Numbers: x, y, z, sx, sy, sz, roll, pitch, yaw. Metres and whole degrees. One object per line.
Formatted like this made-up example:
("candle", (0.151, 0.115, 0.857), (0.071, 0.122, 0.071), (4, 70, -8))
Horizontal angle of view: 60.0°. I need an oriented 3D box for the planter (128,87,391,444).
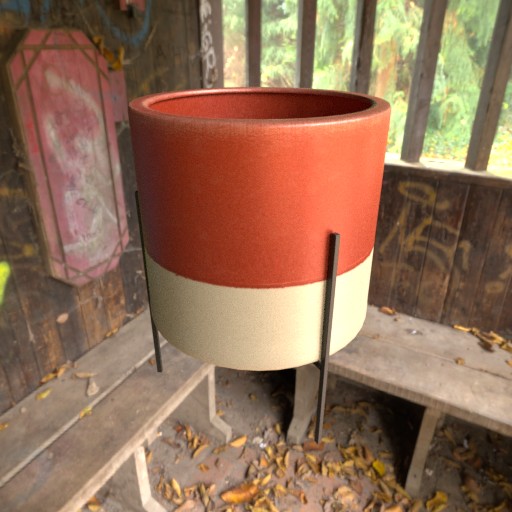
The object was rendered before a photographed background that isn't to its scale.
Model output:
("planter", (0.000, 0.000, 0.694), (0.354, 0.465, 0.345), (0, 26, 0))
